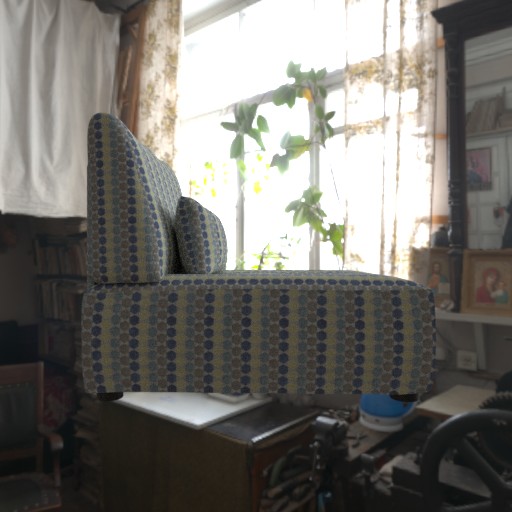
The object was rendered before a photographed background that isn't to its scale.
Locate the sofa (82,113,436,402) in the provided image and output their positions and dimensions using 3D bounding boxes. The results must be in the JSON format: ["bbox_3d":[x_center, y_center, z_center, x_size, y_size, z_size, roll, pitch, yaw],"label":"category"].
[{"bbox_3d":[0.000,0.000,1.570,1.000,0.820,0.700,0,0,2],"label":"sofa"}]
